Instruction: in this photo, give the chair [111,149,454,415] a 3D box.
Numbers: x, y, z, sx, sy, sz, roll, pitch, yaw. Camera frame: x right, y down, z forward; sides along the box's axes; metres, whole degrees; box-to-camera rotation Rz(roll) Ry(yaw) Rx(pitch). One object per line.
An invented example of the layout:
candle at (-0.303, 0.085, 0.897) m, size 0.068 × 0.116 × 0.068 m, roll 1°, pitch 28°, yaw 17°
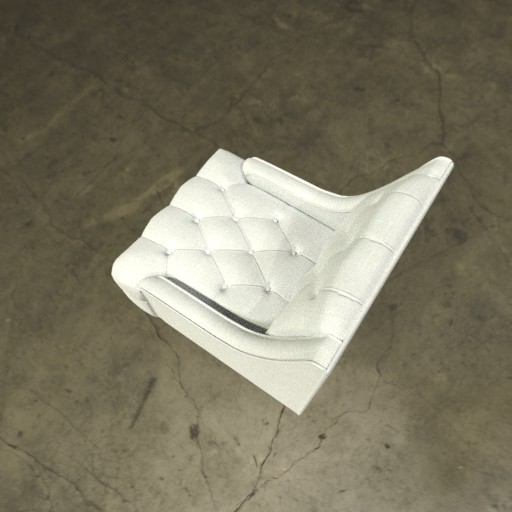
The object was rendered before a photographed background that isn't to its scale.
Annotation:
chair at (0.000, 0.000, 1.463) m, size 0.772 × 0.891 × 0.658 m, roll 31°, pitch 68°, yaw 15°
